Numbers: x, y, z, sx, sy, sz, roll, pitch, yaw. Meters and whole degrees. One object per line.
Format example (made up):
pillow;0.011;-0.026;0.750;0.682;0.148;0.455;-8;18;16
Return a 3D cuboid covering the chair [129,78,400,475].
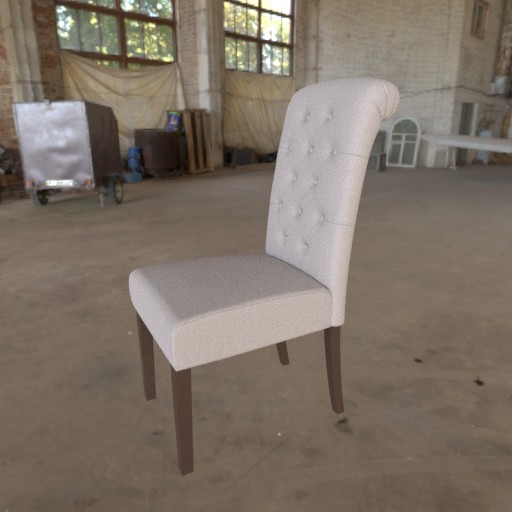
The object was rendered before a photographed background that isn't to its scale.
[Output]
chair;0.000;0.000;1.327;0.671;1.006;0.456;-8;19;-26
